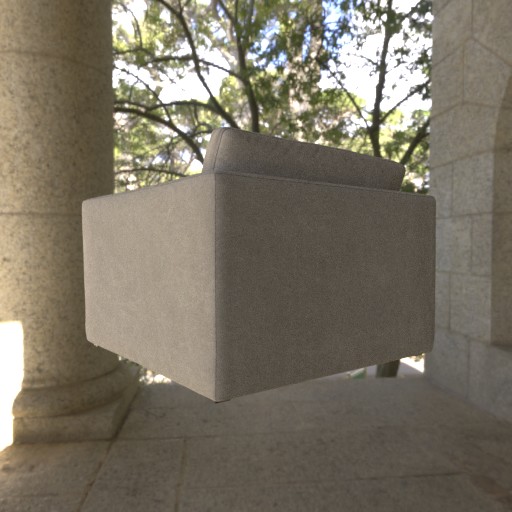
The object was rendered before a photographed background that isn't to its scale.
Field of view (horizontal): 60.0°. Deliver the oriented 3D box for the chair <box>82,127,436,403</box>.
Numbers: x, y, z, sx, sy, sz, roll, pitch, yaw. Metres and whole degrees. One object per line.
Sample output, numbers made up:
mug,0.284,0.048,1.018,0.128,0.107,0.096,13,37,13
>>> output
chair,0.000,0.000,1.919,1.190,0.845,1.091,-1,1,-35
